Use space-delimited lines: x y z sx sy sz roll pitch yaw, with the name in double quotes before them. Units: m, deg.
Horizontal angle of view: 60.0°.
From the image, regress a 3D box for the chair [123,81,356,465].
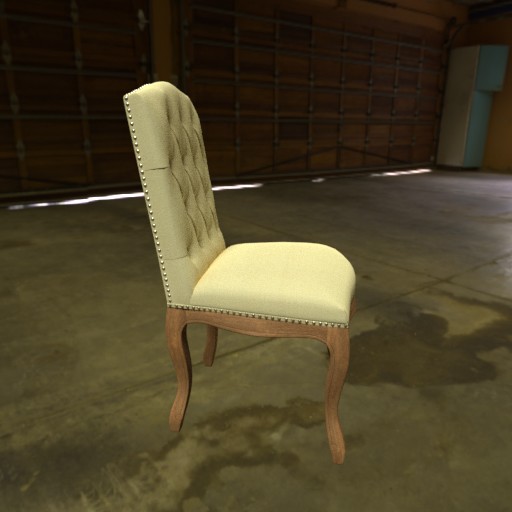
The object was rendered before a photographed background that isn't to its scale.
"chair" 0.000 0.000 1.574 0.715 1.165 0.623 3 16 9
